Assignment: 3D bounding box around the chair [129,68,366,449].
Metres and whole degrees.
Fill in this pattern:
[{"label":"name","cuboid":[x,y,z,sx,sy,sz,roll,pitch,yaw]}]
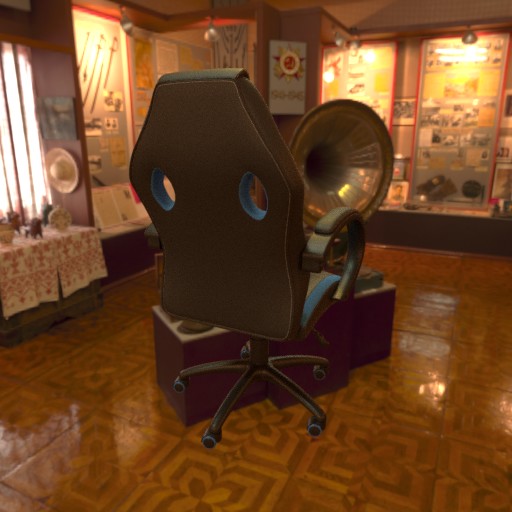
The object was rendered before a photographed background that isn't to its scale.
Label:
[{"label":"chair","cuboid":[0.000,0.000,1.609,0.673,1.187,0.724,8,18,27]}]
